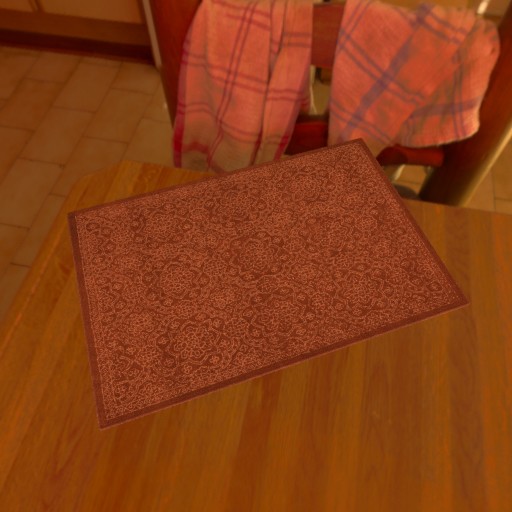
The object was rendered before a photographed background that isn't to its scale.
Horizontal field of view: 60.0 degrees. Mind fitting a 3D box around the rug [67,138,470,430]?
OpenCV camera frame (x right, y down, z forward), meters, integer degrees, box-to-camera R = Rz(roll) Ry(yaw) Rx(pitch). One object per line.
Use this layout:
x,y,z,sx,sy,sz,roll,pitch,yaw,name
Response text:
0.000,0.000,2.342,1.829,0.010,1.219,-16,60,-10,rug
